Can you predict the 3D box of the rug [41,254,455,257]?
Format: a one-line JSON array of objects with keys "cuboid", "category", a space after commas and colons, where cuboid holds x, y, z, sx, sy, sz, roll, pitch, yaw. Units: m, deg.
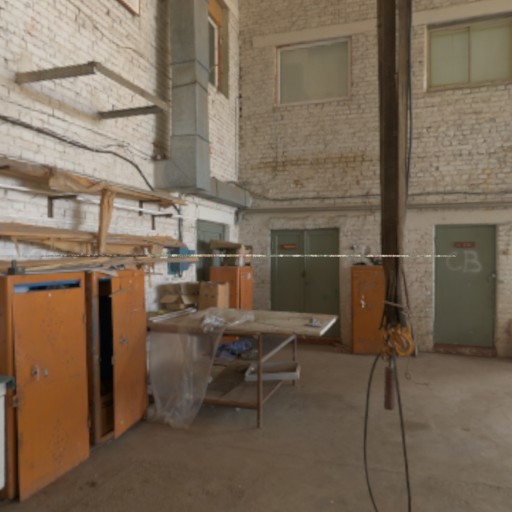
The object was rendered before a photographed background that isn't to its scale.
[{"cuboid": [0.000, 0.000, 3.020, 2.438, 0.011, 1.524, 0, 0, -36], "category": "rug"}]
